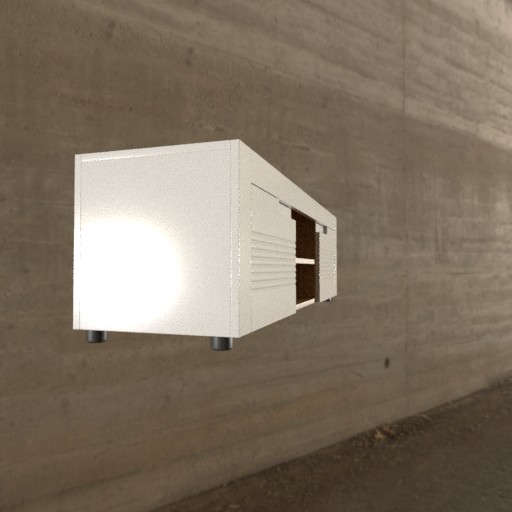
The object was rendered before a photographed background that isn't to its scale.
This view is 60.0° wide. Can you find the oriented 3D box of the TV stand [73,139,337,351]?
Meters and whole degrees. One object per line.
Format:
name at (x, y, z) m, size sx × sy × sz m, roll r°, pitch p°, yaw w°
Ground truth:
TV stand at (0.000, 0.000, 1.685) m, size 0.410 × 0.440 × 1.500 m, roll -1°, pitch -2°, yaw 18°
